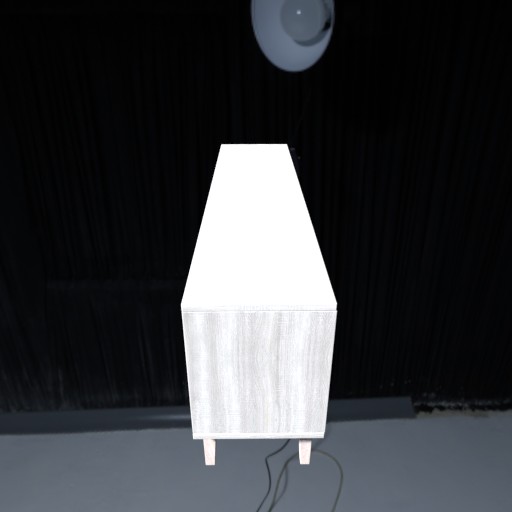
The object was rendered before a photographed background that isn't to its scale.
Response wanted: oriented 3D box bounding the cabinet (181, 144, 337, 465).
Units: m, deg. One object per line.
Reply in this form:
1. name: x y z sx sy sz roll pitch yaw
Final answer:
1. cabinet: 0.000 0.000 2.561 0.499 0.779 2.198 0 27 -1
